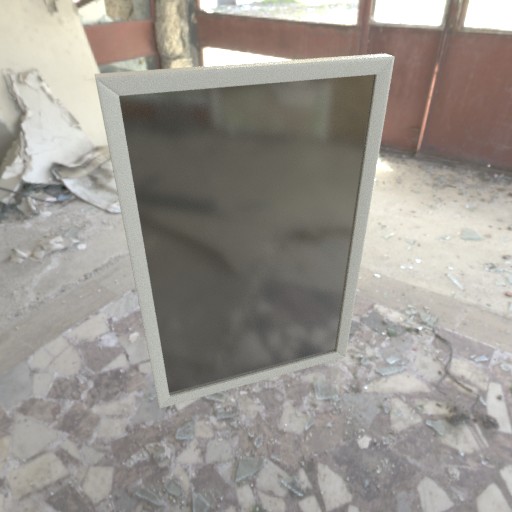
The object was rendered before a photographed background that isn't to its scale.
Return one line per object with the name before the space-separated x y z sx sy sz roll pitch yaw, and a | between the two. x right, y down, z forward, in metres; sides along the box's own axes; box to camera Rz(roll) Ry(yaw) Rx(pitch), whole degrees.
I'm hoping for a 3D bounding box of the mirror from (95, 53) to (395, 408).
mirror | 0.000 0.000 1.131 0.609 0.914 0.041 -11 36 -16
